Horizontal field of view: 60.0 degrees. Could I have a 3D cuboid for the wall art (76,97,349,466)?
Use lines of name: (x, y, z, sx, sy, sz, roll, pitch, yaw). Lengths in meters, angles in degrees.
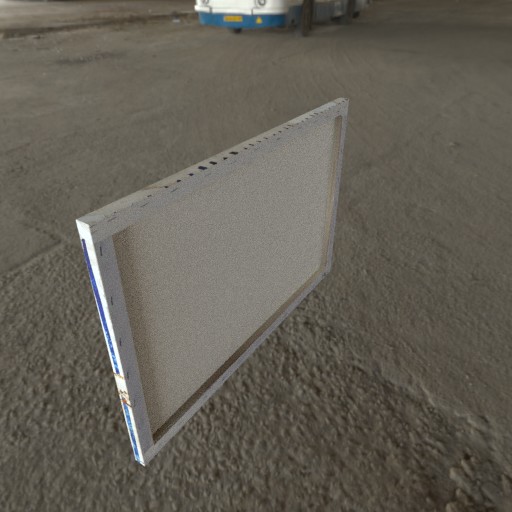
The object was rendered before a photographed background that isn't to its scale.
wall art: (0.000, 0.000, 1.421, 0.038, 0.757, 1.143, 20, 38, 28)
